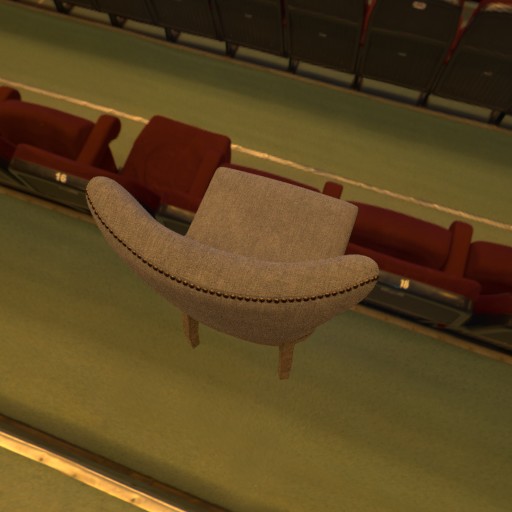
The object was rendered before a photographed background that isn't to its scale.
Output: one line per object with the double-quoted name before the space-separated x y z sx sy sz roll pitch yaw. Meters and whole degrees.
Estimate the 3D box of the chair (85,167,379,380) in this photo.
"chair" 0.000 0.000 1.419 0.654 1.002 0.681 18 64 9
